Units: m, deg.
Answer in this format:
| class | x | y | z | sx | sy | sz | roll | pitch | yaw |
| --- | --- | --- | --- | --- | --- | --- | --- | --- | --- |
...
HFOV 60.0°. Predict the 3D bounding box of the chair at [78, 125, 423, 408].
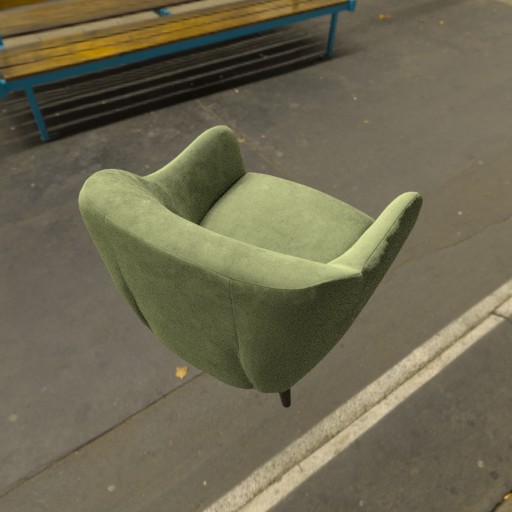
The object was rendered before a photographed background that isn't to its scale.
| class | x | y | z | sx | sy | sz | roll | pitch | yaw |
| --- | --- | --- | --- | --- | --- | --- | --- | --- | --- |
| chair | 0.000 | 0.000 | 1.517 | 0.840 | 0.804 | 0.819 | 25 | 51 | 22 |
